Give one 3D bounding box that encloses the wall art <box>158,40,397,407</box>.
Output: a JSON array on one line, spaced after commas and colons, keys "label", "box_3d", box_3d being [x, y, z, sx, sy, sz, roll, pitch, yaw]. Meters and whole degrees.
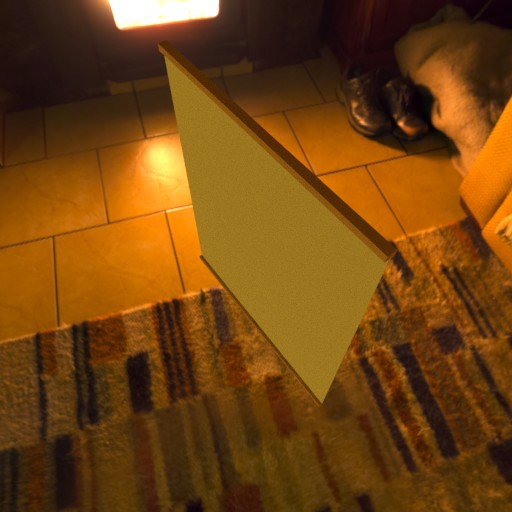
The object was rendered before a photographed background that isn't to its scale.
[{"label": "wall art", "box_3d": [0.000, 0.000, 0.693, 0.012, 0.508, 0.405, -32, 62, -19]}]
